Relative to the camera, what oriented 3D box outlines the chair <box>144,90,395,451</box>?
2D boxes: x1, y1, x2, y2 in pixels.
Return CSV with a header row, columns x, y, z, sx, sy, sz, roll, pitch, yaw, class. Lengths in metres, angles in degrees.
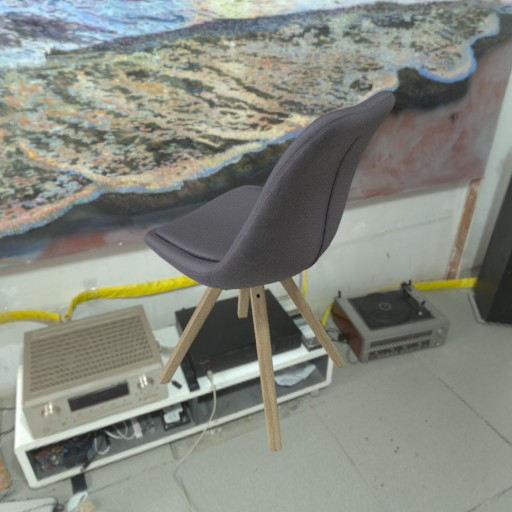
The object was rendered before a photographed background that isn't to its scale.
x,y,z,sx,sy,sz,roll,pitch,yaw,class
0.000,0.000,1.191,0.547,0.865,0.483,21,37,30,chair
